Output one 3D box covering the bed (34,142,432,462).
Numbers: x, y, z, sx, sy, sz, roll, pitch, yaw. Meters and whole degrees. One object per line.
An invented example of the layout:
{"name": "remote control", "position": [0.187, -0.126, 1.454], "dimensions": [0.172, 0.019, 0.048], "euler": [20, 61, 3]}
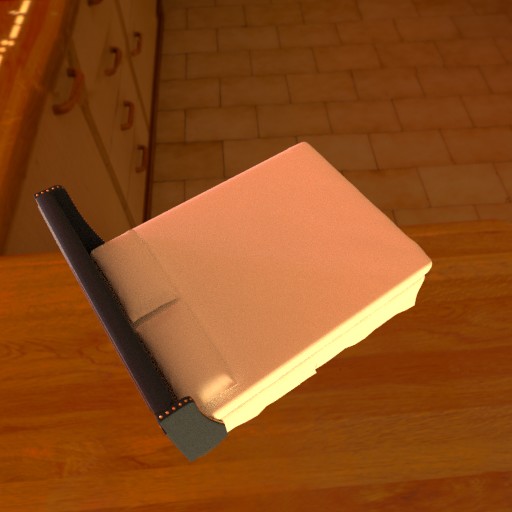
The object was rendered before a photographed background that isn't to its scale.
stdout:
{"name": "bed", "position": [0.000, 0.000, 3.154], "dimensions": [2.223, 1.402, 1.604], "euler": [-30, 63, -18]}
